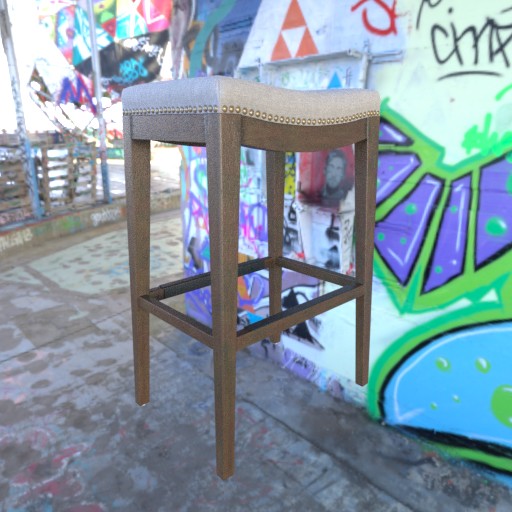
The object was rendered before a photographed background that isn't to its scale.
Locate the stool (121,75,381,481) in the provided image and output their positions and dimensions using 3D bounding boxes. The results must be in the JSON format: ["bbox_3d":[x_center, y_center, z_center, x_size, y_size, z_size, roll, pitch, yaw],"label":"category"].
[{"bbox_3d":[0.000,0.000,1.061,0.508,0.762,0.356,-15,22,-41],"label":"stool"}]
